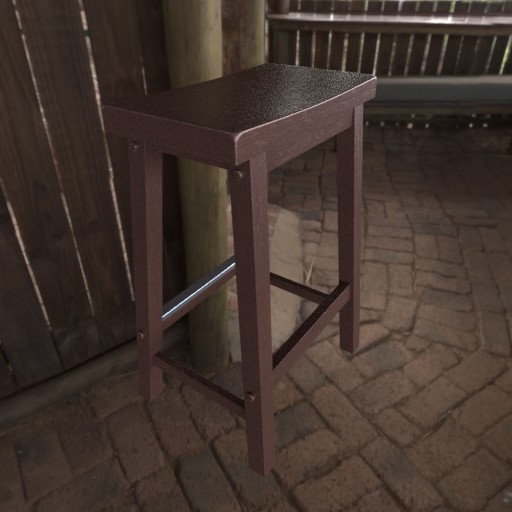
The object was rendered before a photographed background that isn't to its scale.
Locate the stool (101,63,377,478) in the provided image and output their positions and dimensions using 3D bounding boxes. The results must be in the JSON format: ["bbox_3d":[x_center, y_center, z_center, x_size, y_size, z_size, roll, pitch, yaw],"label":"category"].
[{"bbox_3d":[0.000,0.000,0.842,0.322,0.610,0.406,21,38,29],"label":"stool"}]
